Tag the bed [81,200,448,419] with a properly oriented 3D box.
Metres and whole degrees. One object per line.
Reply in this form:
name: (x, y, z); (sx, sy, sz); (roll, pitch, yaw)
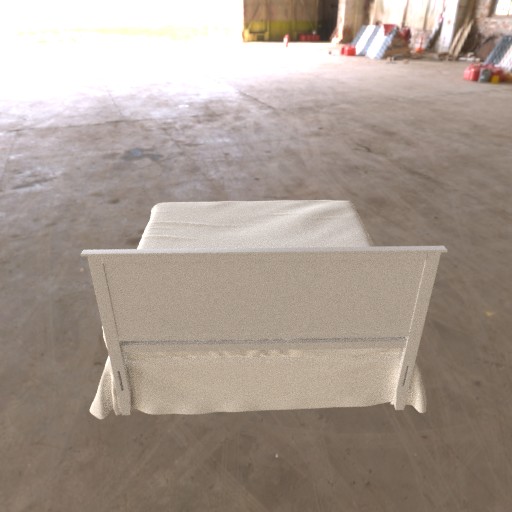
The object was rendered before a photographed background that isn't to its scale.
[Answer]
bed: (0.000, 0.000, 3.655); (2.317, 1.273, 2.215); (-1, 30, -1)
